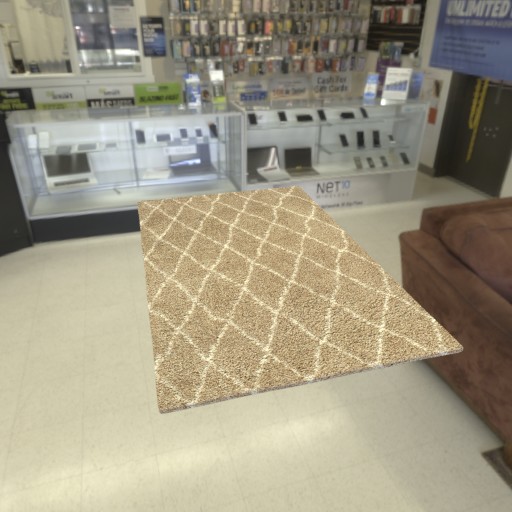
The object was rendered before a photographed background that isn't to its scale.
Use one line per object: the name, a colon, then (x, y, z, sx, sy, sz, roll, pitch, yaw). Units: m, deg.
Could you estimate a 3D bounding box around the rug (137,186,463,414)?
rug: (0.000, 0.000, 3.090, 1.524, 0.030, 2.438, -8, 30, -13)
